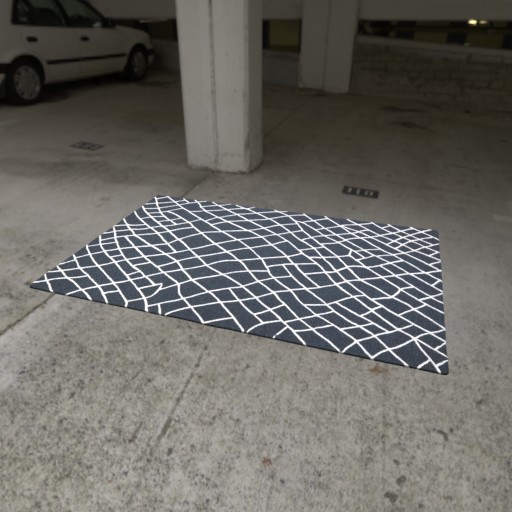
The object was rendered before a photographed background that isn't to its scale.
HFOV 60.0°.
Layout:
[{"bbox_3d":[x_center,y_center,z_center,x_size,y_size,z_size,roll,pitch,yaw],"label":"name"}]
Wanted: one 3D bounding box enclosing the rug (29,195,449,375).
[{"bbox_3d":[0.000,0.000,2.313,1.830,0.013,1.223,9,30,16],"label":"rug"}]
